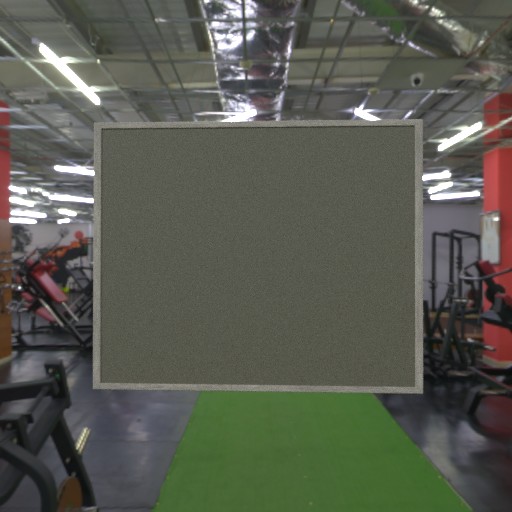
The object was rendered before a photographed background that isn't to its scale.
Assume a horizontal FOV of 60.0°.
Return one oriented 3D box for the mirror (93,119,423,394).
[{"bbox_3d":[0.000,0.000,1.138,0.839,0.689,0.028,0,0,2],"label":"mirror"}]
